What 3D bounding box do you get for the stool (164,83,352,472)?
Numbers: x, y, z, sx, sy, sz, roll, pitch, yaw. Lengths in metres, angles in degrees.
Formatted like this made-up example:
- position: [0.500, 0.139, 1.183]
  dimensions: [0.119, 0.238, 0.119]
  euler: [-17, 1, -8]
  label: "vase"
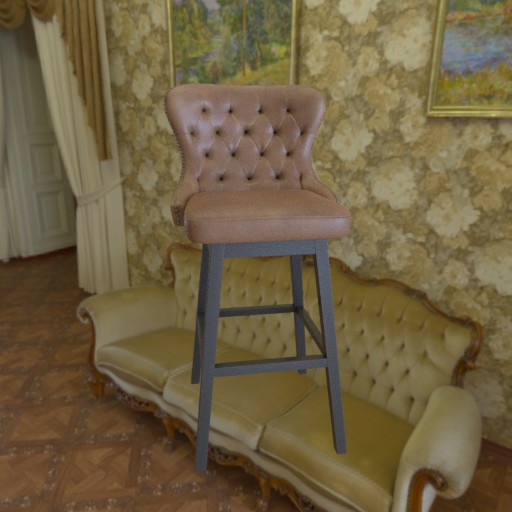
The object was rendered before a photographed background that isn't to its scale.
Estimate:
- position: [0.000, 0.000, 1.395]
  dimensions: [0.528, 1.050, 0.601]
  euler: [-3, 17, -9]
  label: "stool"
